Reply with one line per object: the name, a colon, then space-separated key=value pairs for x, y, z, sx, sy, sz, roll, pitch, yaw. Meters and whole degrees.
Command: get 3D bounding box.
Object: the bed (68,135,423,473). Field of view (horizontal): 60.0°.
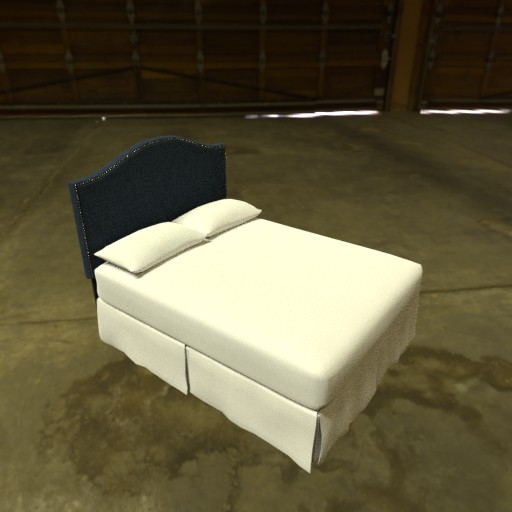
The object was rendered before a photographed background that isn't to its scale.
bed: x=0.000 y=0.000 z=3.353 sx=2.153 sy=1.518 sz=1.713 roll=18 pitch=32 yaw=33
